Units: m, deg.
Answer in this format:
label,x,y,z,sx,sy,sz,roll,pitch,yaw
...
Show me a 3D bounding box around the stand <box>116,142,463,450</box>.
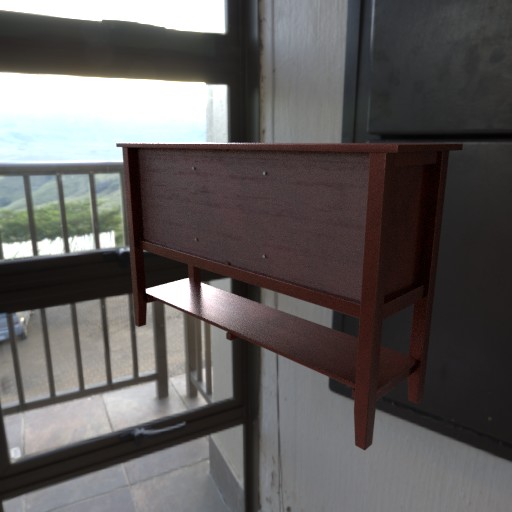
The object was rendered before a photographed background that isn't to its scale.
label,x,y,z,sx,sy,sz,roll,pitch,yaw
stand,0.000,0.000,1.766,1.362,0.872,0.410,14,20,43
